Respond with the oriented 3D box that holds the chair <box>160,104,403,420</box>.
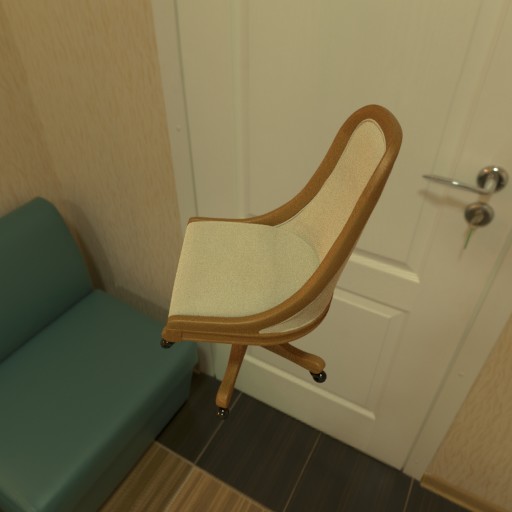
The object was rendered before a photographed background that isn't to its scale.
[{"bbox_3d":[0.000,0.000,1.571,0.811,1.009,0.702,0,40,0],"label":"chair"}]
